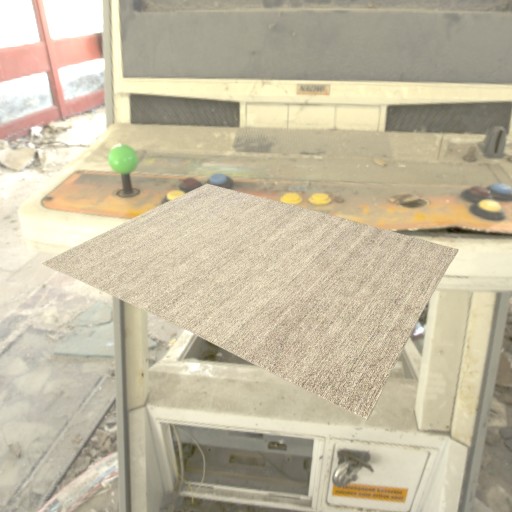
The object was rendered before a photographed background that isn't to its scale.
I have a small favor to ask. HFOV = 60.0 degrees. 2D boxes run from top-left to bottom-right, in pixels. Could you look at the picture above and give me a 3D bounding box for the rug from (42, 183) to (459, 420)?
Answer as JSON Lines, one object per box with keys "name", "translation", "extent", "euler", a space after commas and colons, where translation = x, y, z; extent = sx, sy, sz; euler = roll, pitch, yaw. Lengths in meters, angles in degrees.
{"name": "rug", "translation": [0.000, 0.000, 4.234], "extent": [3.202, 0.045, 2.434], "euler": [19, 35, 29]}
